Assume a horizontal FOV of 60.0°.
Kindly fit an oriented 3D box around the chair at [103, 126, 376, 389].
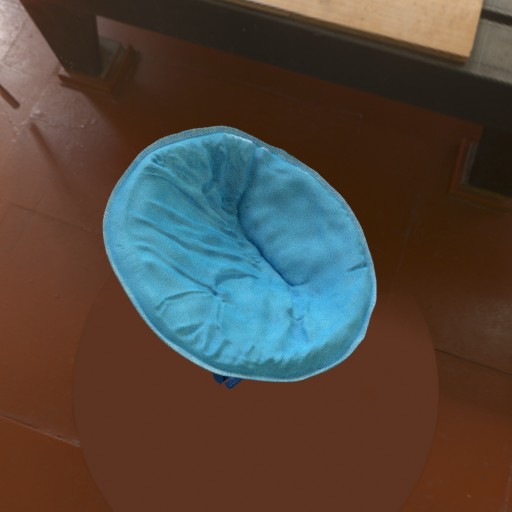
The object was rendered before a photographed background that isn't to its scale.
[{"bbox_3d":[0.000,0.000,0.918,0.465,0.478,0.520,-36,78,-9],"label":"chair"}]
